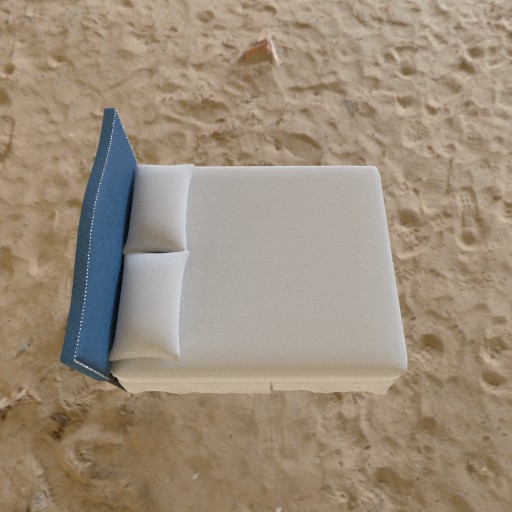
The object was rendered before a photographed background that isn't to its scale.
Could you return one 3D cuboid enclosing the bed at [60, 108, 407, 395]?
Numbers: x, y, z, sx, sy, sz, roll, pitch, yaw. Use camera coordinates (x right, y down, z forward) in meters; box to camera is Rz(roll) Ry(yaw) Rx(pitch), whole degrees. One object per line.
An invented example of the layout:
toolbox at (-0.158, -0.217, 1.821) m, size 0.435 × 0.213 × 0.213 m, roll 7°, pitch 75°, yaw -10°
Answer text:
bed at (0.000, 0.000, 2.894) m, size 1.872 × 1.169 × 1.610 m, roll 0°, pitch 65°, yaw 0°
